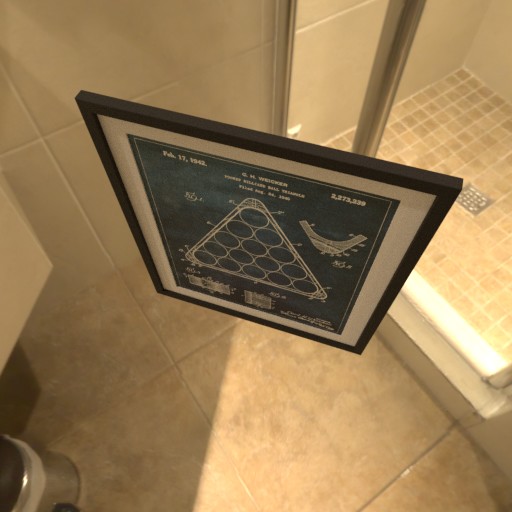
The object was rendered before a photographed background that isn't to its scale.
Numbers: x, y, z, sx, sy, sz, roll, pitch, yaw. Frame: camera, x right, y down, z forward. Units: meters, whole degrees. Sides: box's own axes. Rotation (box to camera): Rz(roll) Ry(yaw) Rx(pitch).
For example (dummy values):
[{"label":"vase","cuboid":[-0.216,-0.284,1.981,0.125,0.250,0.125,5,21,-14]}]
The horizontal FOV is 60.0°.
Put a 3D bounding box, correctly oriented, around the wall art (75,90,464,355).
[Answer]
[{"label":"wall art","cuboid":[0.000,0.000,1.198,0.755,0.863,0.028,16,60,9]}]
